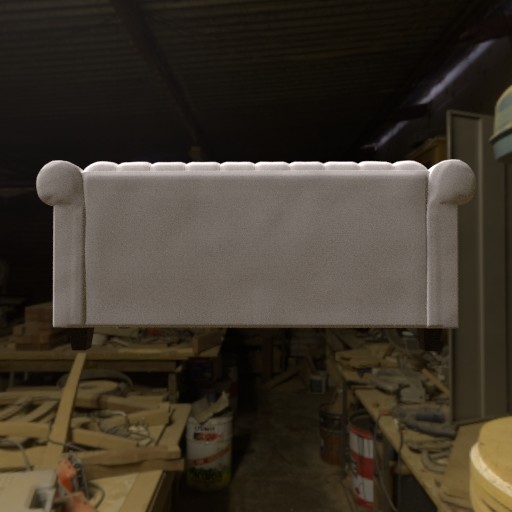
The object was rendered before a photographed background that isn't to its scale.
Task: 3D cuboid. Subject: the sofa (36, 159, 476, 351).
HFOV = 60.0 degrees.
[{"bbox_3d":[0.000,0.000,2.177,1.798,0.796,0.771,0,-1,1],"label":"sofa"}]
